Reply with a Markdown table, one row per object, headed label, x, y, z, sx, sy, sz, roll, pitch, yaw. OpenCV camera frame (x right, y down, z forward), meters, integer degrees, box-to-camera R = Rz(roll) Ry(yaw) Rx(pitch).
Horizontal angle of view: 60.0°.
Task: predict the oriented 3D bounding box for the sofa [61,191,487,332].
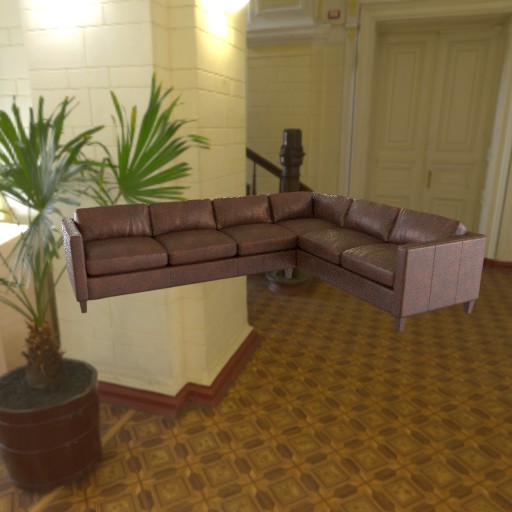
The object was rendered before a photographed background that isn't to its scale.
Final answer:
| label | x | y | z | sx | sy | sz | roll | pitch | yaw |
| --- | --- | --- | --- | --- | --- | --- | --- | --- | --- |
| sofa | 0.000 | 0.000 | 4.161 | 3.152 | 0.836 | 2.438 | -8 | 18 | -26 |
